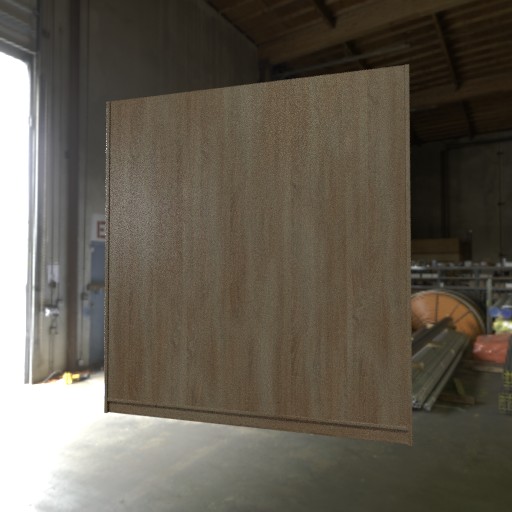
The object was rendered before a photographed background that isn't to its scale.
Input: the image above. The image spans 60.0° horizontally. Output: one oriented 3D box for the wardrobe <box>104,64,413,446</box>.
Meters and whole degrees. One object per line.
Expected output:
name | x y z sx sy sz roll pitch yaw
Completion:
wardrobe | 0.000 0.000 3.070 1.998 2.159 0.598 0 -2 17
